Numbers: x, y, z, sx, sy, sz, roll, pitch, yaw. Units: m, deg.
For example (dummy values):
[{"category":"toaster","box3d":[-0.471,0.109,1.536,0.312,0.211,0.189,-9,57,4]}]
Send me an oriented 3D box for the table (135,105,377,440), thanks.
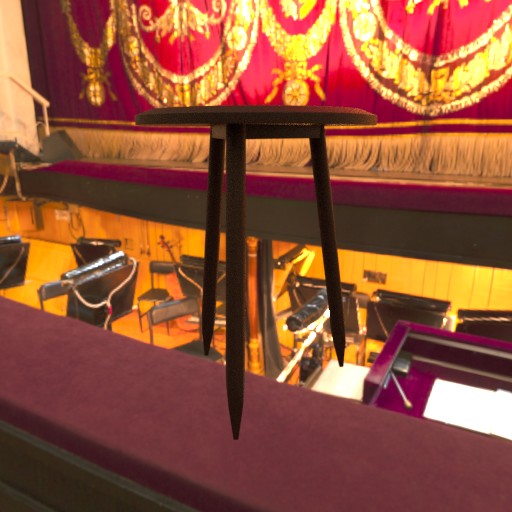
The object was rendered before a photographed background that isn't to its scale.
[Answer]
[{"category":"table","box3d":[0.000,0.000,0.941,0.457,0.585,0.457,0,16,0]}]
